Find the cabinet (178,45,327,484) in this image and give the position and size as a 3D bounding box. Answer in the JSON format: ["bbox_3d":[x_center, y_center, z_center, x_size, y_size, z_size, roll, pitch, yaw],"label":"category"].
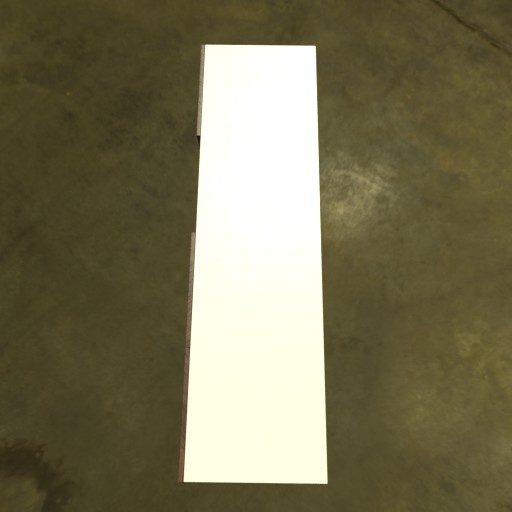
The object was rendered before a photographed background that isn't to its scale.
[{"bbox_3d":[0.000,0.000,1.731,0.431,0.533,1.499,1,75,0],"label":"cabinet"}]
